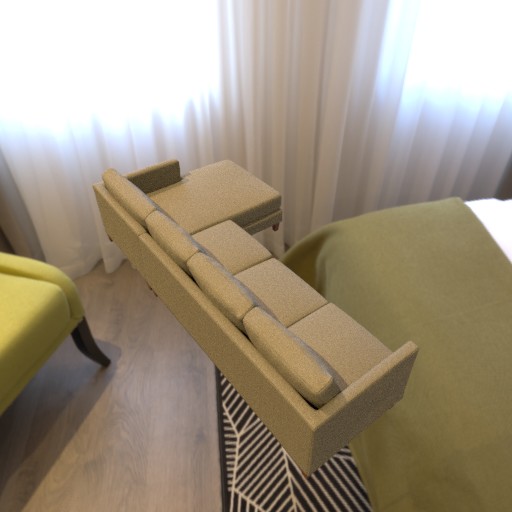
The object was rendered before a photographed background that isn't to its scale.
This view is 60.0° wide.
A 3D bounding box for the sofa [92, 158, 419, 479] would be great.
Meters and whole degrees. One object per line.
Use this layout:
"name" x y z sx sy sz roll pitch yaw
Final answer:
"sofa" 0.000 0.000 3.880 1.625 0.861 3.186 -26 47 -27
